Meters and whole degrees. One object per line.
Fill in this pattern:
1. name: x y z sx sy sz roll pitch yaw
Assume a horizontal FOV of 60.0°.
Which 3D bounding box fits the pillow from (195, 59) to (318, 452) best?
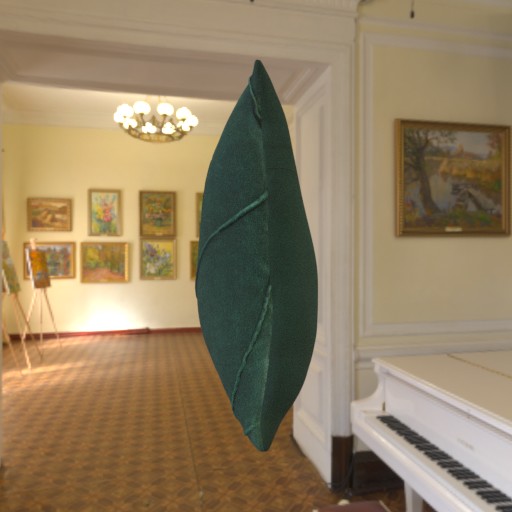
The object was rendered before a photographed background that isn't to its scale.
1. pillow: 0.000 0.000 0.694 0.184 0.440 0.439 0 0 0
